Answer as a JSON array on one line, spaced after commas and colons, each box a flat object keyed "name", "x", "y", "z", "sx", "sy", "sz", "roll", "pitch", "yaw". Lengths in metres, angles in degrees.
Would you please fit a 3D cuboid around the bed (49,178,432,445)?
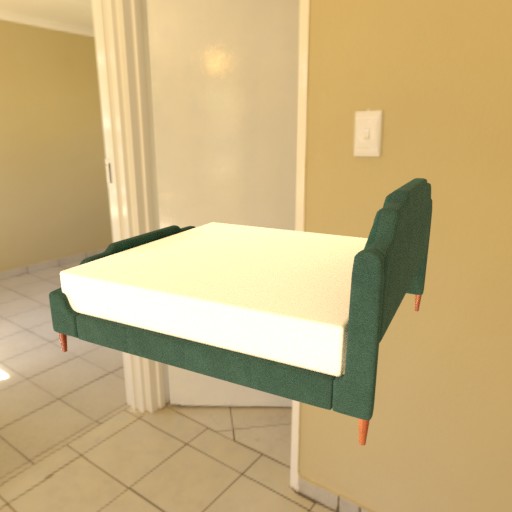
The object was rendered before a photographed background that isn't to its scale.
[{"name": "bed", "x": 0.000, "y": 0.000, "z": 3.492, "sx": 2.340, "sy": 1.245, "sz": 2.074, "roll": 8, "pitch": 17, "yaw": 26}]
